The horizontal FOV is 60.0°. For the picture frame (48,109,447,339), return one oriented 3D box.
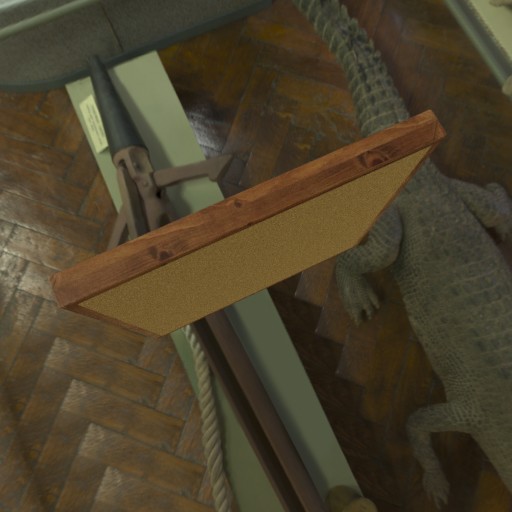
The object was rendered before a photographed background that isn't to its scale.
[{"bbox_3d":[0.000,0.000,0.538,0.352,0.356,0.028,-25,77,-6],"label":"picture frame"}]
